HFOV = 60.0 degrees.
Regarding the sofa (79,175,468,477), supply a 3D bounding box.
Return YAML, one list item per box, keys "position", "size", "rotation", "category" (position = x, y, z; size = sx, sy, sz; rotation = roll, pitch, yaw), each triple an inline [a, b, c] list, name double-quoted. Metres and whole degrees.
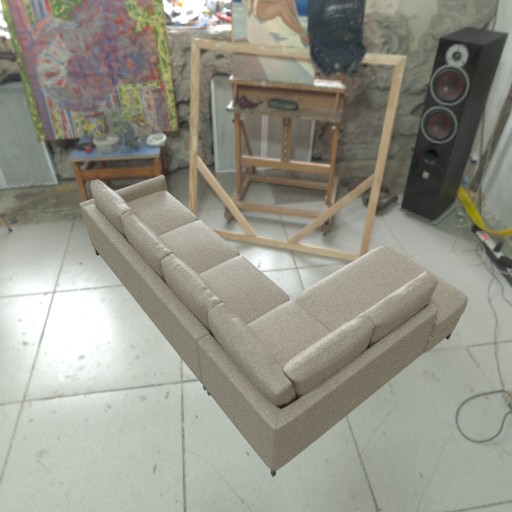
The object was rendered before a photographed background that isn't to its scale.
- position: [0.000, 0.000, 3.191]
  size: [1.617, 0.703, 2.423]
  rotation: [-27, 47, -28]
  category: "sofa"
